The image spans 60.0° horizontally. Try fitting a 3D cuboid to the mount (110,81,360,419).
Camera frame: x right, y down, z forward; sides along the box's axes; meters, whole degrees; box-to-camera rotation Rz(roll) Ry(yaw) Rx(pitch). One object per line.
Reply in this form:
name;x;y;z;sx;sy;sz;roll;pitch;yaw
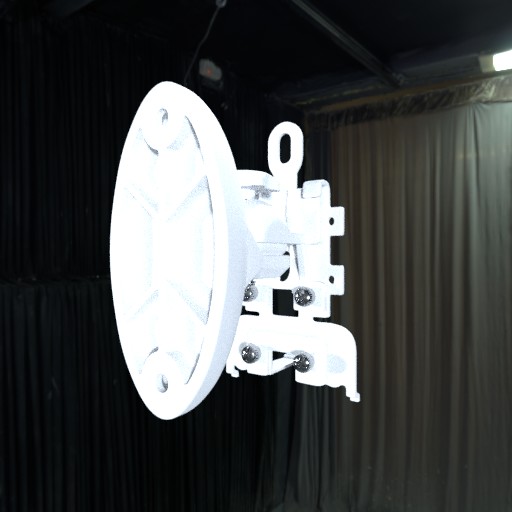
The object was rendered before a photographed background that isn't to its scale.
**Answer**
mount;0.000;0.000;0.178;0.066;0.118;0.100;0;0;36
